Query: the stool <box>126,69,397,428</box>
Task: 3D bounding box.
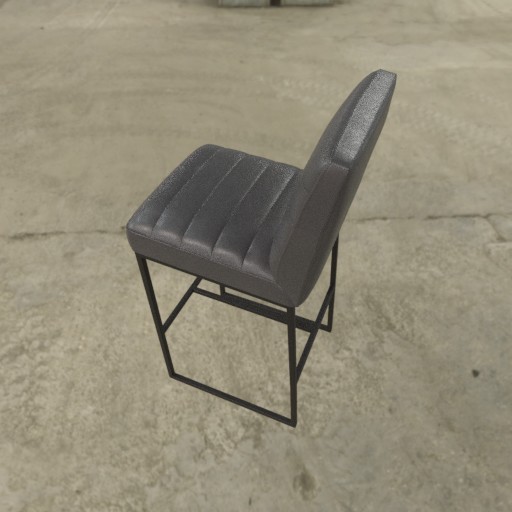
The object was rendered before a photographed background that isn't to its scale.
[{"bbox_3d":[0.000,0.000,1.327,0.552,1.040,0.457,17,47,16],"label":"stool"}]
